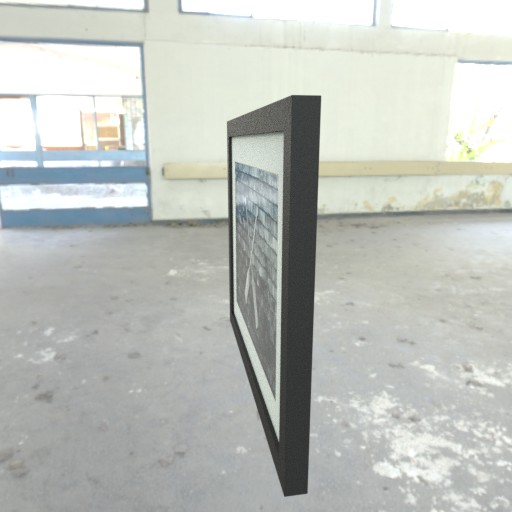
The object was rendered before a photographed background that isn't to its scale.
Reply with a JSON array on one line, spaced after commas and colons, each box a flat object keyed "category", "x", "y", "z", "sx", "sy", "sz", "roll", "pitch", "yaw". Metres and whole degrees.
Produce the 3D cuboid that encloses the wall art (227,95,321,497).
[{"category": "wall art", "x": 0.000, "y": 0.000, "z": 0.745, "sx": 0.029, "sy": 0.457, "sz": 0.558, "roll": -3, "pitch": 15, "yaw": -10}]
